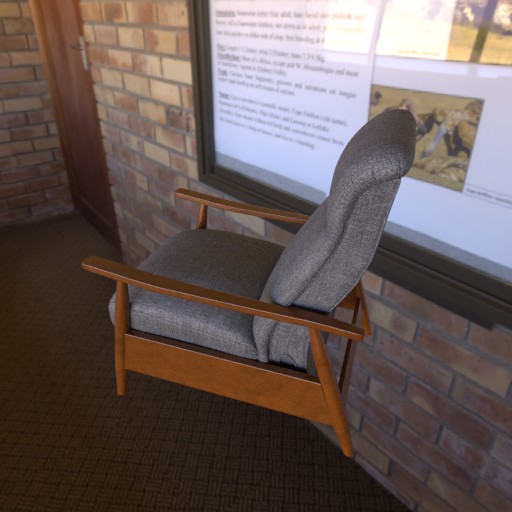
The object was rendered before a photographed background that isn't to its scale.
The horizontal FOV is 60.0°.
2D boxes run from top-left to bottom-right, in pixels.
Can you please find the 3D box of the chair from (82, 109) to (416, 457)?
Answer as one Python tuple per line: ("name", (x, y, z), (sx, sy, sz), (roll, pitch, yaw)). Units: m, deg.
("chair", (0.000, 0.000, 1.739), (1.030, 1.082, 0.762), (9, 31, 16))
